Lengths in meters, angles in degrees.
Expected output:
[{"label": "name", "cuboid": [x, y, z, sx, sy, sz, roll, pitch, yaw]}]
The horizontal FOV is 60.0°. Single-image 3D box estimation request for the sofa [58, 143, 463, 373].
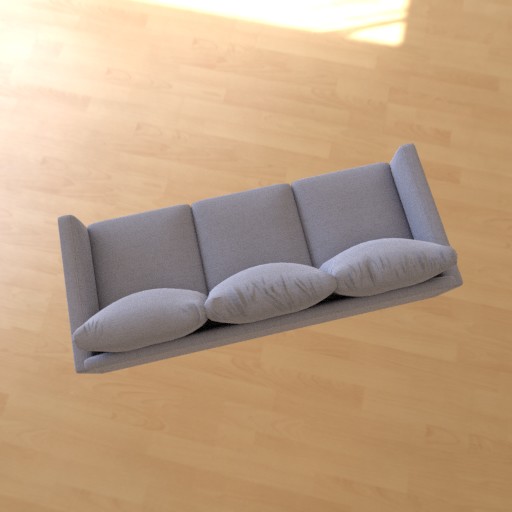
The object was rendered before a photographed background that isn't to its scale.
[{"label": "sofa", "cuboid": [0.000, 0.000, 2.461, 2.000, 0.830, 0.850, -12, 75, -3]}]
